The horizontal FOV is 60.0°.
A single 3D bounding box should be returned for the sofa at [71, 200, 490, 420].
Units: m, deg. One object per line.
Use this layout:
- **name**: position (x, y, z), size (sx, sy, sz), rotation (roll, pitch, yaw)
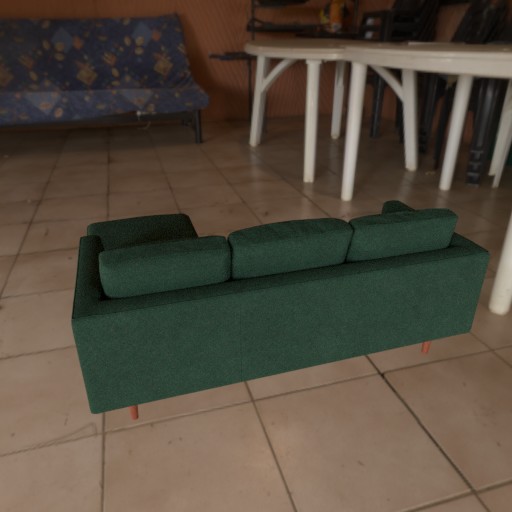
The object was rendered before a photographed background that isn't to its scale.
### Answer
- **sofa**: position (0.000, 0.000, 2.765), size (2.030, 0.899, 1.580), rotation (-8, 28, -16)
